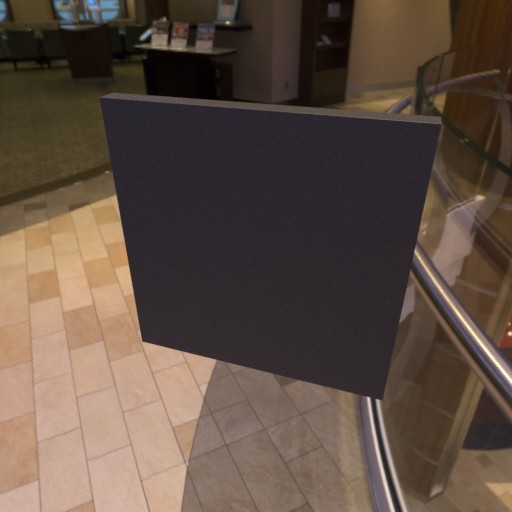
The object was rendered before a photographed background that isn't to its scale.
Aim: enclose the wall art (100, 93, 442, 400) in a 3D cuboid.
[{"bbox_3d":[0.000,0.000,0.774,0.507,0.507,0.038,10,32,16],"label":"wall art"}]
